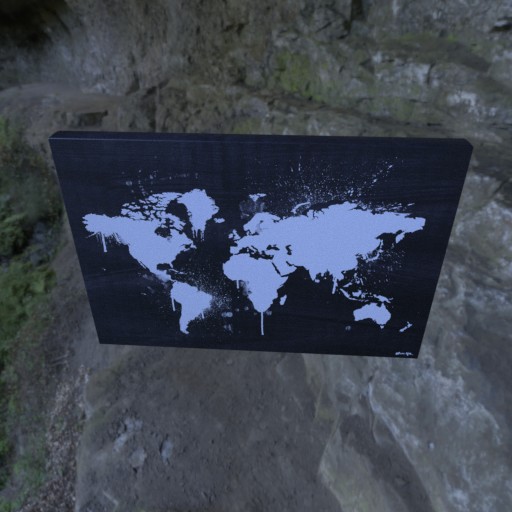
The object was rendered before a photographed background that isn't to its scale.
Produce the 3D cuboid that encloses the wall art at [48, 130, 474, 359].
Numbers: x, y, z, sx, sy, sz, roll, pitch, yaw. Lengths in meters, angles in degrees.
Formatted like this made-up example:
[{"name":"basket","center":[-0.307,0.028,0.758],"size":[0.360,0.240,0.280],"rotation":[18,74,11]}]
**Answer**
[{"name":"wall art","center":[0.000,0.000,0.755],"size":[0.610,0.409,0.038],"rotation":[2,32,3]}]
